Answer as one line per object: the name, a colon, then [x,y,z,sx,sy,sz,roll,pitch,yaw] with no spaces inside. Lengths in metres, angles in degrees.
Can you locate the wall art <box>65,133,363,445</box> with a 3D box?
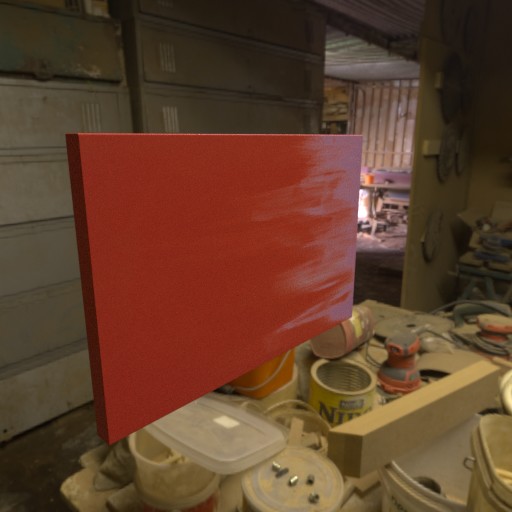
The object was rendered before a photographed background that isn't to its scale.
wall art: [0.000,0.000,0.766,0.033,0.405,0.607,14,20,42]
